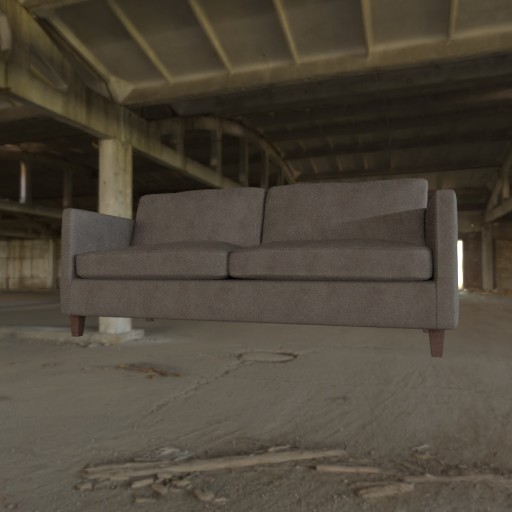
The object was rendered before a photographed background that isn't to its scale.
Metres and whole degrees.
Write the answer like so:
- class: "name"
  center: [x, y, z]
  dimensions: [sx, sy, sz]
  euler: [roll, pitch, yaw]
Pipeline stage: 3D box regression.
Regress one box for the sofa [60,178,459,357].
- class: "sofa"
  center: [0.000, 0.000, 2.746]
  dimensions: [2.208, 0.965, 0.951]
  euler: [-1, -2, 18]
